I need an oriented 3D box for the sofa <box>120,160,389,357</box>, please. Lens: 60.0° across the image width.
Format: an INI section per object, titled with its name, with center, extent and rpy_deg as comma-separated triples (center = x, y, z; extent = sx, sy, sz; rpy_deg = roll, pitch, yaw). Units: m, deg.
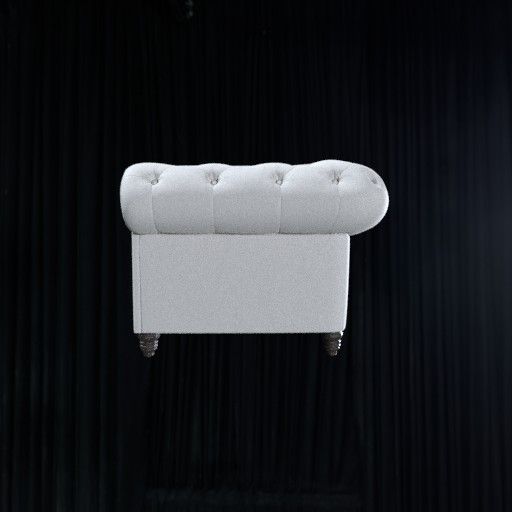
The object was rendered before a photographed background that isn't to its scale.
[sofa]
center = 0.000, 0.000, 2.508
extent = 0.986, 0.764, 1.998
rpy_deg = 0, 1, -1
